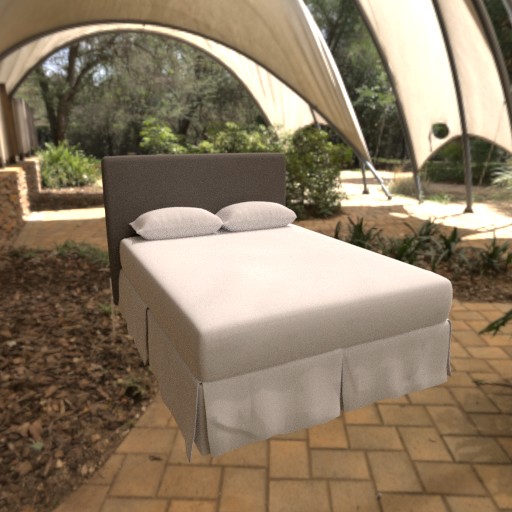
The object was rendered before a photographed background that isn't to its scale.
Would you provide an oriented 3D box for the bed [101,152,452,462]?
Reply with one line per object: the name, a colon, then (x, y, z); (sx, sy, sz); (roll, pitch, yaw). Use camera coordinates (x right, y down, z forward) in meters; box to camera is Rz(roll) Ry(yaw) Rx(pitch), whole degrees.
bed: (0.000, 0.000, 3.127); (1.723, 1.330, 2.142); (-8, 17, -25)
